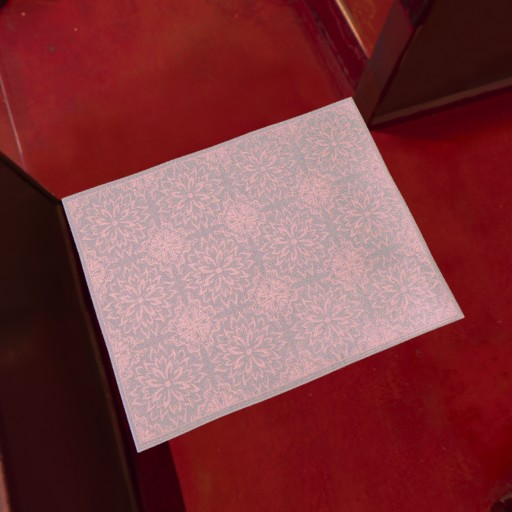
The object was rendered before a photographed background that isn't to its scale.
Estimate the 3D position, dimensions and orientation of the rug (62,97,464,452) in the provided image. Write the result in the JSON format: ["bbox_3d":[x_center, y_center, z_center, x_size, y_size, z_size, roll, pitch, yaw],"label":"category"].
[{"bbox_3d":[0.000,0.000,4.004,2.980,0.012,2.363,-21,76,-5],"label":"rug"}]
